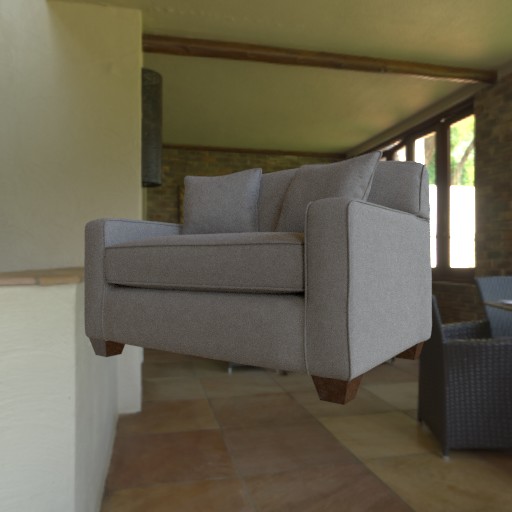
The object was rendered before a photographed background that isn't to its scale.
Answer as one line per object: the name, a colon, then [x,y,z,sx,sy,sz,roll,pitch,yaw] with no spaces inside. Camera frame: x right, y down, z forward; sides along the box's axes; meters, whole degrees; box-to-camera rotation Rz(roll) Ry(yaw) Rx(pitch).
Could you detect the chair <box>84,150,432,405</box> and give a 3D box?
chair: [0.000,0.000,2.116,1.395,0.953,0.992,0,-1,35]
